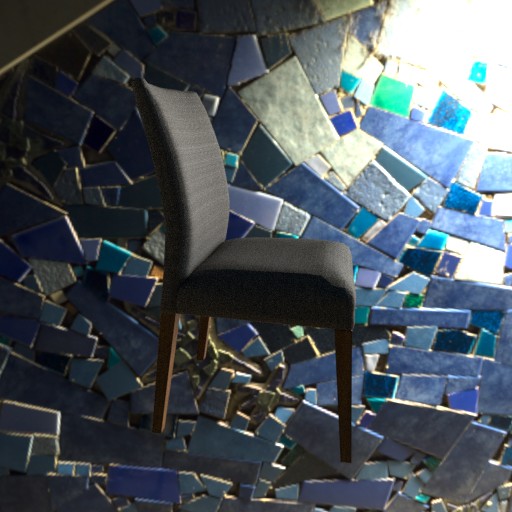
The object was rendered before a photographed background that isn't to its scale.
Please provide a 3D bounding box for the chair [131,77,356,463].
[{"bbox_3d":[0.000,0.000,1.294,0.585,0.940,0.496,3,16,10],"label":"chair"}]
